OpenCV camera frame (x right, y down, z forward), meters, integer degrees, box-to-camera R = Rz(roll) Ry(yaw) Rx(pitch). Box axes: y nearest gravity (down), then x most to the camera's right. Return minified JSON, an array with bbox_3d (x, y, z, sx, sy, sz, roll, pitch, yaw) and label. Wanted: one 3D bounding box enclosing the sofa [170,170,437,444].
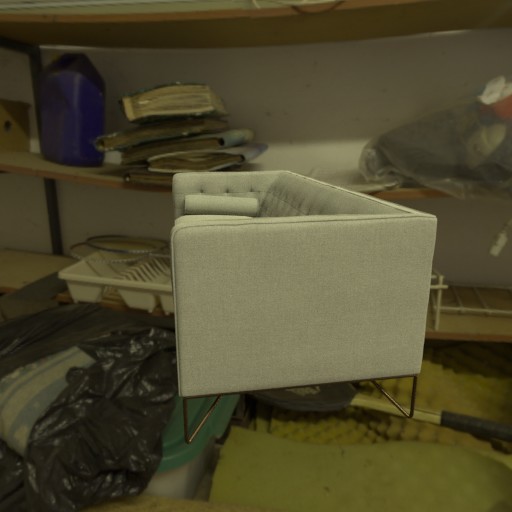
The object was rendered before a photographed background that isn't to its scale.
[{"bbox_3d":[0.000,0.000,2.501,0.912,0.798,2.079,-3,15,-10],"label":"sofa"}]
